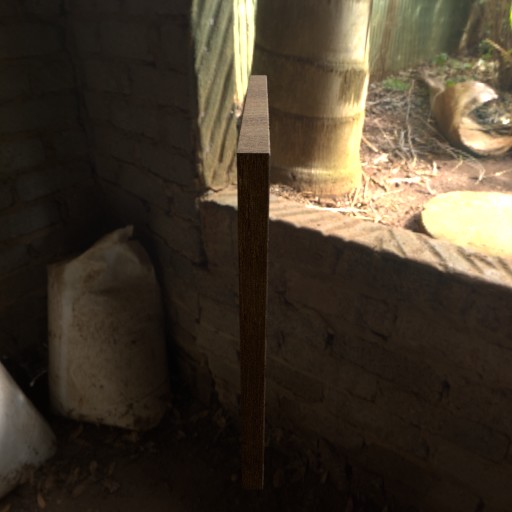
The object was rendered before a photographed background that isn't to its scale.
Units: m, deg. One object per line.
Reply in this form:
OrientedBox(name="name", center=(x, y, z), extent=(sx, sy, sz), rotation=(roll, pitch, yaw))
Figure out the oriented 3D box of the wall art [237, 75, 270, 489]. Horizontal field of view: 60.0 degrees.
OrientedBox(name="wall art", center=(0.000, 0.000, 0.896), extent=(0.042, 0.608, 0.611), rotation=(0, 30, 1))
